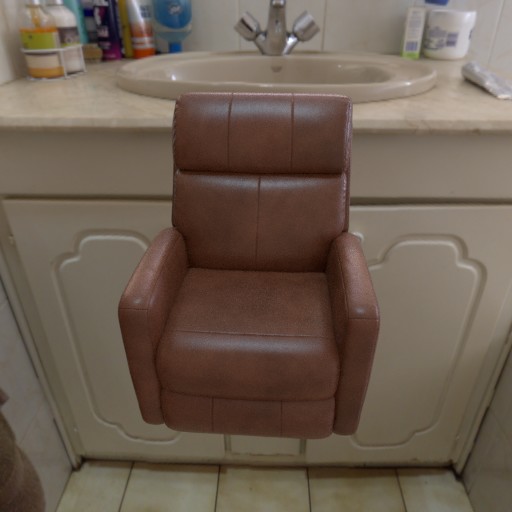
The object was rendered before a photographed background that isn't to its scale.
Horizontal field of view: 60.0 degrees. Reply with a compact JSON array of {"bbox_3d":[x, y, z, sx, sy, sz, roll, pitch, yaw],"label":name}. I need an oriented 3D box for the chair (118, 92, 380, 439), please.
[{"bbox_3d":[0.000,0.000,1.647,0.787,1.016,0.939,2,31,3],"label":"chair"}]
